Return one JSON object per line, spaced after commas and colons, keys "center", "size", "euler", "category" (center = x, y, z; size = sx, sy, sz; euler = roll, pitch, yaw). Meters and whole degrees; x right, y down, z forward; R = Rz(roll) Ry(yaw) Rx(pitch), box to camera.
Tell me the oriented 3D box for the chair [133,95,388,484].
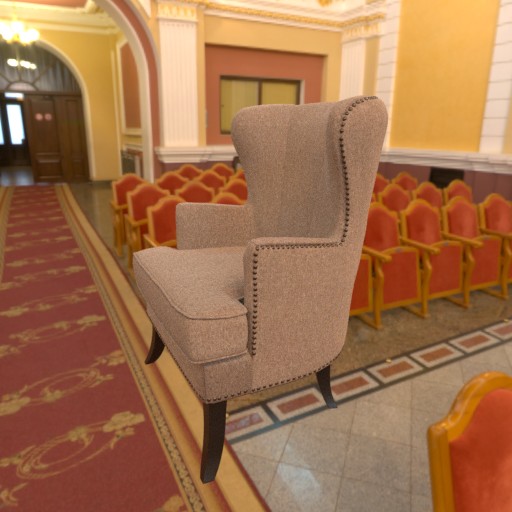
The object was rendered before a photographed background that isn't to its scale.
{"center": [0.000, 0.000, 1.581], "size": [0.758, 1.060, 0.759], "euler": [-8, 18, -25], "category": "chair"}
